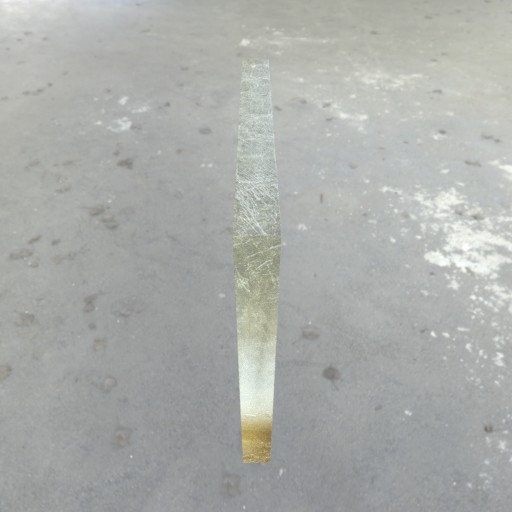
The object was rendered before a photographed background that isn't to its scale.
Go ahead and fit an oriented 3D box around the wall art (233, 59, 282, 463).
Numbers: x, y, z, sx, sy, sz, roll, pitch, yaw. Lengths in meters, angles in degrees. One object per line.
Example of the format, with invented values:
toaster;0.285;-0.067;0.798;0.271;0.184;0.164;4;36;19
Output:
wall art;0.000;0.000;0.630;0.038;0.407;0.405;0;42;0
